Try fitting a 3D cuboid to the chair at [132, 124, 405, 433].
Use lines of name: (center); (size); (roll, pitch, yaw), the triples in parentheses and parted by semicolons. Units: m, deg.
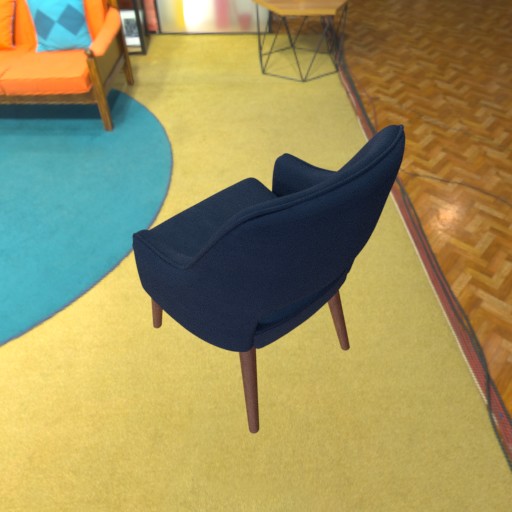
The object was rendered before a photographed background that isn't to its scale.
chair: (0.000, 0.000, 1.213); (0.559, 0.844, 0.591); (-33, 55, -28)
